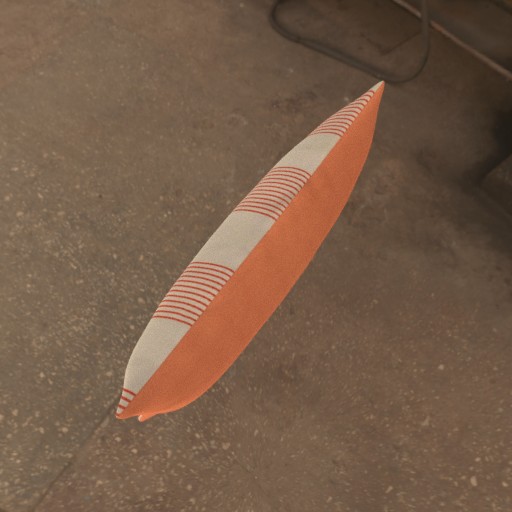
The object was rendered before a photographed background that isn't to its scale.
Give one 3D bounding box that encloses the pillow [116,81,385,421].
[{"bbox_3d":[0.000,0.000,0.715,0.156,0.292,0.608,32,68,15],"label":"pillow"}]
